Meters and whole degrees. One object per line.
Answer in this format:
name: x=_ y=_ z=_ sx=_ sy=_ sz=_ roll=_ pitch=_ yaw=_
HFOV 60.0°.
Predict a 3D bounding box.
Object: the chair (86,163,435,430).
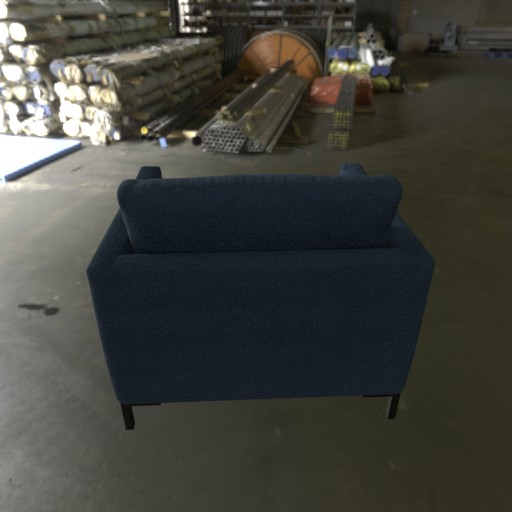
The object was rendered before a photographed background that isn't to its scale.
chair: x=0.000 y=0.000 z=1.647 sx=0.964 sy=0.812 sz=0.875 roll=-1 pitch=30 yaw=-2
